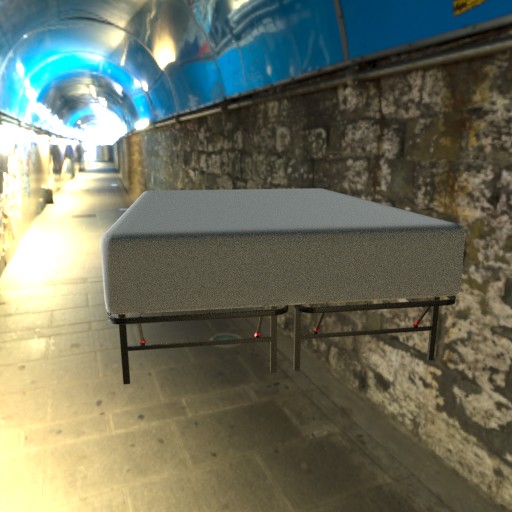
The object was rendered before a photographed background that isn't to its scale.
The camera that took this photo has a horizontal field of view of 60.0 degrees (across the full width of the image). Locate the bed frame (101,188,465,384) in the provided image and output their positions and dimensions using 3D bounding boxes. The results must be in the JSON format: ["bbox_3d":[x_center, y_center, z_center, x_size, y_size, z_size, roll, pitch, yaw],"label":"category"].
[{"bbox_3d":[0.000,0.000,2.797,1.528,0.677,2.037,-2,13,-9],"label":"bed frame"}]
